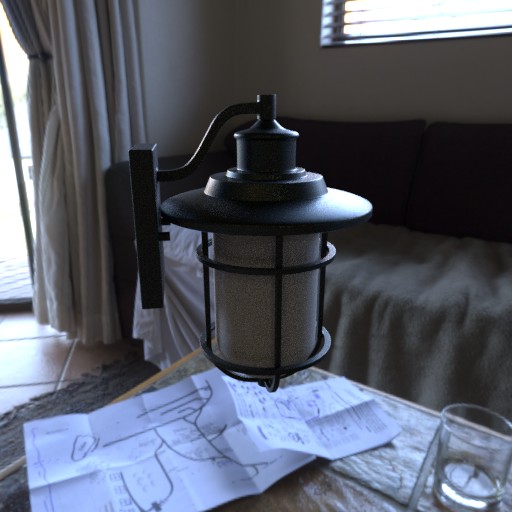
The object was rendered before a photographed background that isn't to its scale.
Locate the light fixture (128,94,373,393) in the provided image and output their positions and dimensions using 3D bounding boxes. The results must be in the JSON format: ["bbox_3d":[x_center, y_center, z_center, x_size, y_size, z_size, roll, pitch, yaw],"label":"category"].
[{"bbox_3d":[0.000,0.000,0.504,0.252,0.345,0.222,-3,18,-10],"label":"light fixture"}]
